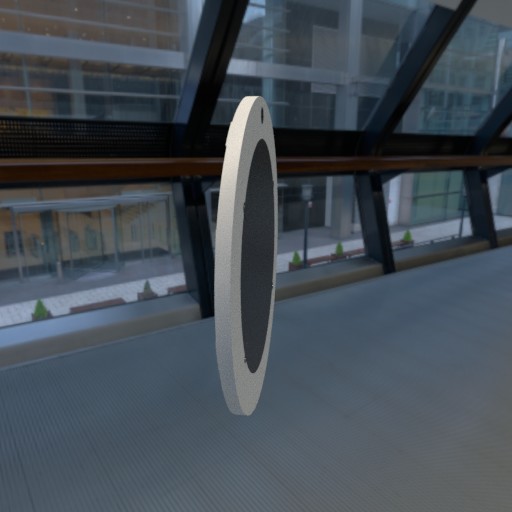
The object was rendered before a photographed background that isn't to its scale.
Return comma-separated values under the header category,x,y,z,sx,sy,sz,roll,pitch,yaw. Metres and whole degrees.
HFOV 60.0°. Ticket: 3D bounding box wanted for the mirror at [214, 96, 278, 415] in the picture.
category,x,y,z,sx,sy,sz,roll,pitch,yaw
mirror,0.000,0.000,1.349,0.038,0.914,0.914,2,15,9
